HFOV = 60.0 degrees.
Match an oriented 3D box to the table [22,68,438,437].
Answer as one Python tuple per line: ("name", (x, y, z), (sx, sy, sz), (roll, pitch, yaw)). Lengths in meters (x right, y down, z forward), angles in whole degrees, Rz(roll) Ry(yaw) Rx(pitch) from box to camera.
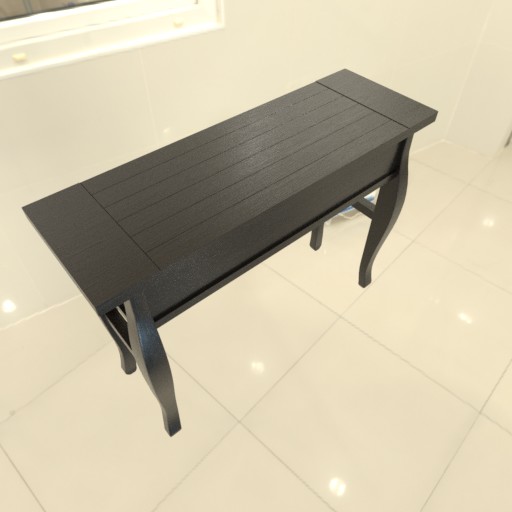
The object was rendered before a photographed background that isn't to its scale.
("table", (0.000, 0.000, 1.405), (1.062, 0.768, 0.373), (-32, 55, -26))
